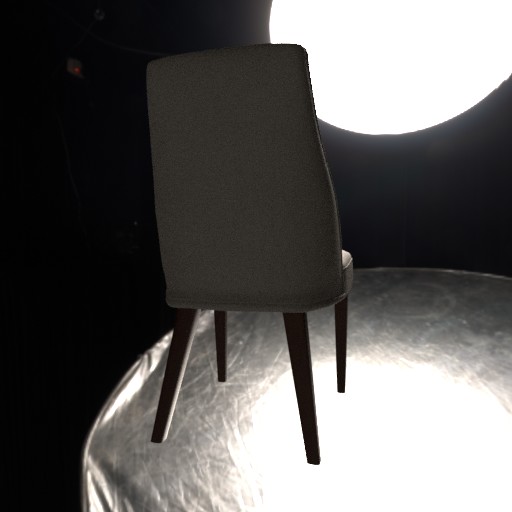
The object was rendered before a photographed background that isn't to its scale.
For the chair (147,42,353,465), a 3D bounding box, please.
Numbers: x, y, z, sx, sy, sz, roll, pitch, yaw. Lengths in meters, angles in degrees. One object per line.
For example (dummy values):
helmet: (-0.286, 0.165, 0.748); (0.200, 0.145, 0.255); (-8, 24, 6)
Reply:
chair: (0.000, 0.000, 1.249); (0.500, 0.930, 0.620); (0, 2, 16)
